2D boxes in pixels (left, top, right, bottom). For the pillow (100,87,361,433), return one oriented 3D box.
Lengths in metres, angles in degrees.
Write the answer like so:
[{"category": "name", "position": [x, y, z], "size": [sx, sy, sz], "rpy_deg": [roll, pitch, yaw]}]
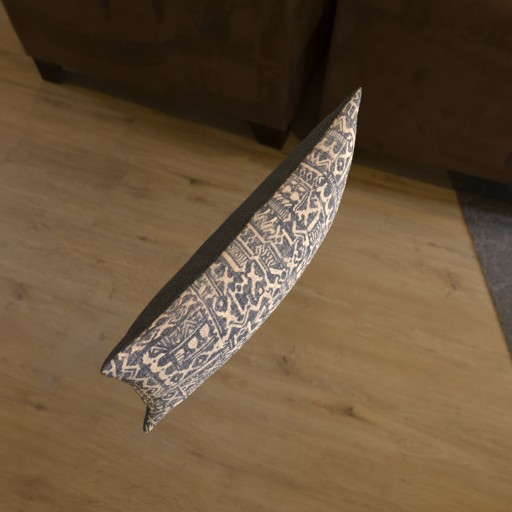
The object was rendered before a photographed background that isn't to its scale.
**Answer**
[{"category": "pillow", "position": [0.000, 0.000, 0.749], "size": [0.148, 0.292, 0.631], "rpy_deg": [31, 63, 18]}]
